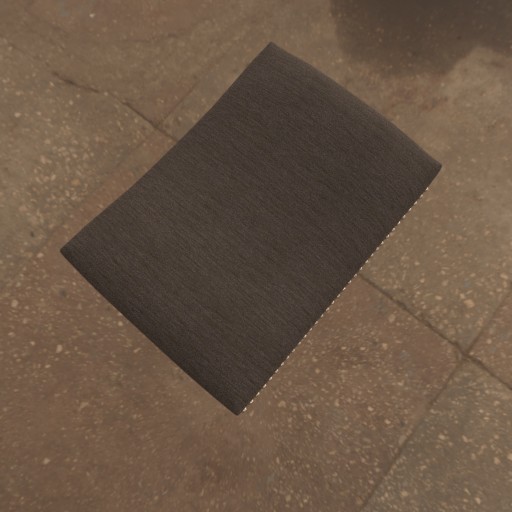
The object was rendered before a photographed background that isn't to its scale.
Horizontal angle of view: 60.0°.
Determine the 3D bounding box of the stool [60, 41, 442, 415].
[{"bbox_3d":[0.000,0.000,0.965,0.372,0.654,0.504,40,79,10],"label":"stool"}]
